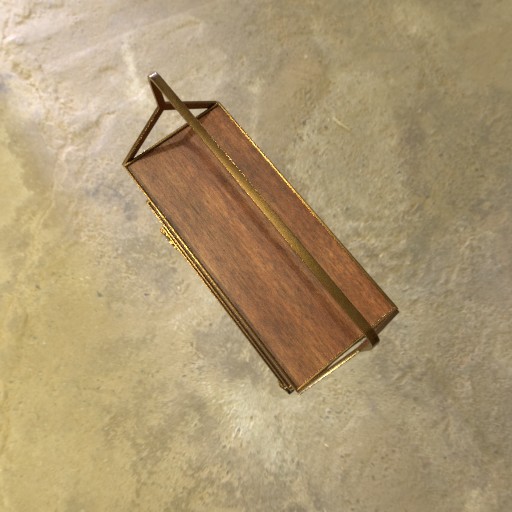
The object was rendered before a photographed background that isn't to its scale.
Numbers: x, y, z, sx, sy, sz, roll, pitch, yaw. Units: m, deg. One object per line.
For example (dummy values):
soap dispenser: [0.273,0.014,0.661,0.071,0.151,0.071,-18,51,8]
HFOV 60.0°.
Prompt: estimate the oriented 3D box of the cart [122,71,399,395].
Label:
cart: [0.000,0.000,1.196,0.313,0.805,0.723,-37,78,-9]
